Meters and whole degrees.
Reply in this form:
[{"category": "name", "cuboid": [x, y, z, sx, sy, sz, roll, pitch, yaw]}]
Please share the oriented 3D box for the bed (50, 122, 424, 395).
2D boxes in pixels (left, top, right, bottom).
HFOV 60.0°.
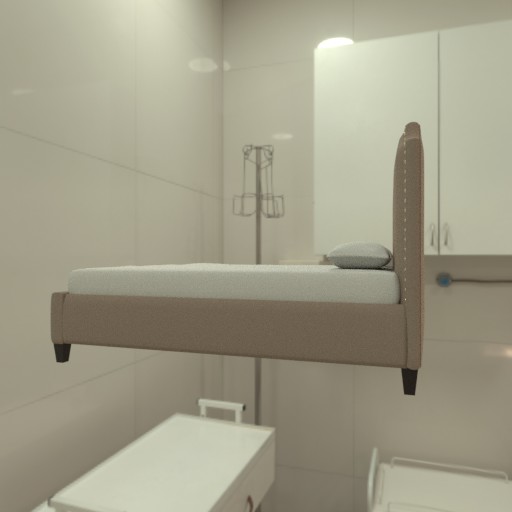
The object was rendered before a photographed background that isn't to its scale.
[{"category": "bed", "cuboid": [0.000, 0.000, 3.406, 2.372, 1.443, 1.713, 0, 0, 18]}]
